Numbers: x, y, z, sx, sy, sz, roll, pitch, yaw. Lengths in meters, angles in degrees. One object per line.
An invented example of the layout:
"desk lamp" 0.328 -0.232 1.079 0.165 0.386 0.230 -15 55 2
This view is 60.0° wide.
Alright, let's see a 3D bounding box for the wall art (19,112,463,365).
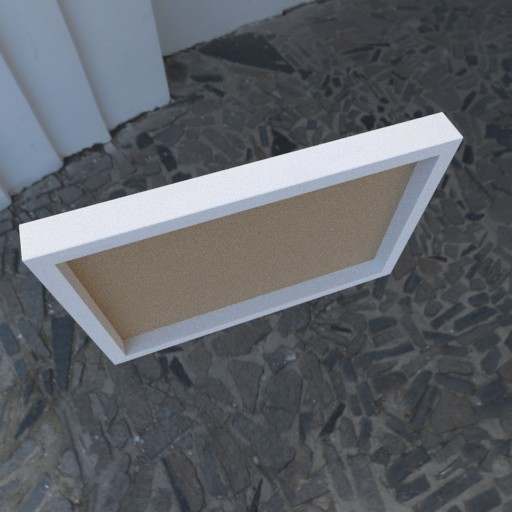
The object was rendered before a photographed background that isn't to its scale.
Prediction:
"wall art" 0.000 0.000 0.482 0.384 0.254 0.039 -17 60 -10
